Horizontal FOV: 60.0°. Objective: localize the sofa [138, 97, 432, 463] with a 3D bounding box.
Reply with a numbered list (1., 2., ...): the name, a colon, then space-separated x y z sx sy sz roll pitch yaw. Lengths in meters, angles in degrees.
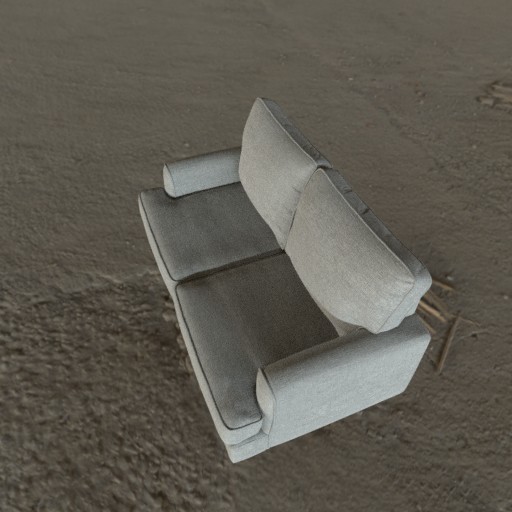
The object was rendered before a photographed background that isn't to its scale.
1. sofa: 0.000 0.000 2.316 0.965 0.965 1.651 -17 49 -15
